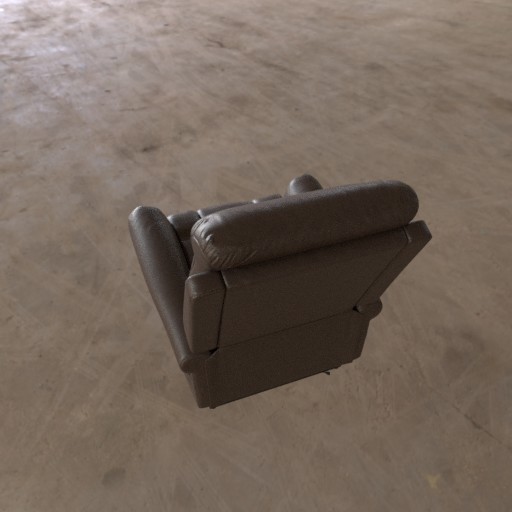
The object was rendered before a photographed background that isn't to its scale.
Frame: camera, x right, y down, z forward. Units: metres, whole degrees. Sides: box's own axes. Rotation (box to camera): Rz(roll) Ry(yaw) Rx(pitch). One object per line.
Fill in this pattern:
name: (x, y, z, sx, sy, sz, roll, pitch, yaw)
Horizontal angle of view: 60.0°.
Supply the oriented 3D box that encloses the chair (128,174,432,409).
chair: (0.000, 0.000, 1.697, 0.869, 1.028, 0.978, -14, 43, -15)
